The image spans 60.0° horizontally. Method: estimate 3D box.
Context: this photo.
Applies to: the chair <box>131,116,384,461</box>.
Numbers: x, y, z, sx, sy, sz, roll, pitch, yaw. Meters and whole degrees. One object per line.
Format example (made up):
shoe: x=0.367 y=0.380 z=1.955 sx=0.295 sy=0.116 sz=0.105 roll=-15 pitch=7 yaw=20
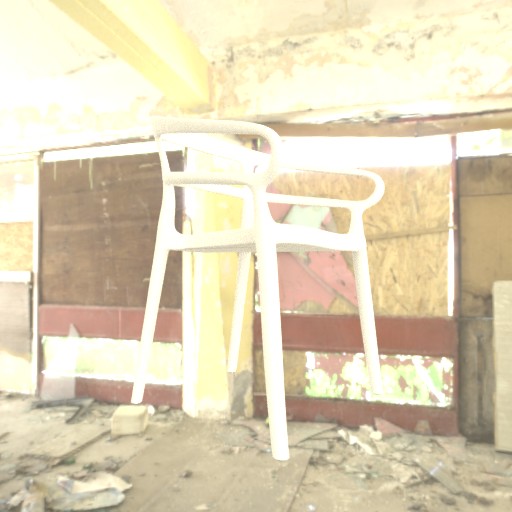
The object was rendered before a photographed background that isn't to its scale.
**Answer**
chair: x=0.000 y=0.000 z=1.163 sx=0.527 sy=0.761 sz=0.559 roll=0 pitch=-1 yaw=36
